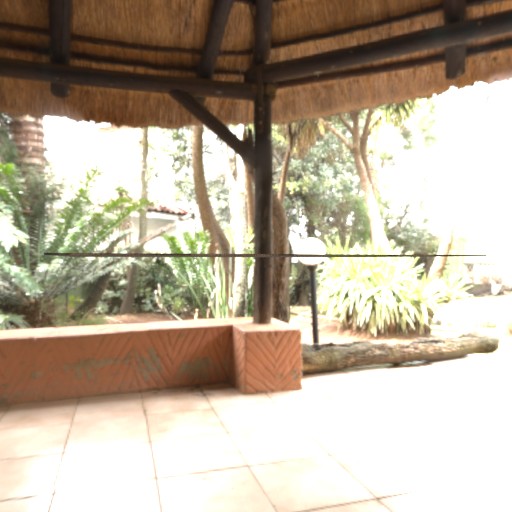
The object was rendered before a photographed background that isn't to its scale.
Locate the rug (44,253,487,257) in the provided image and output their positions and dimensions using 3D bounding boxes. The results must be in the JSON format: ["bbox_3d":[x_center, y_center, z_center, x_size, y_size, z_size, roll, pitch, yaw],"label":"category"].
[{"bbox_3d":[0.000,0.000,2.996,2.423,0.008,1.513,0,0,-18],"label":"rug"}]
